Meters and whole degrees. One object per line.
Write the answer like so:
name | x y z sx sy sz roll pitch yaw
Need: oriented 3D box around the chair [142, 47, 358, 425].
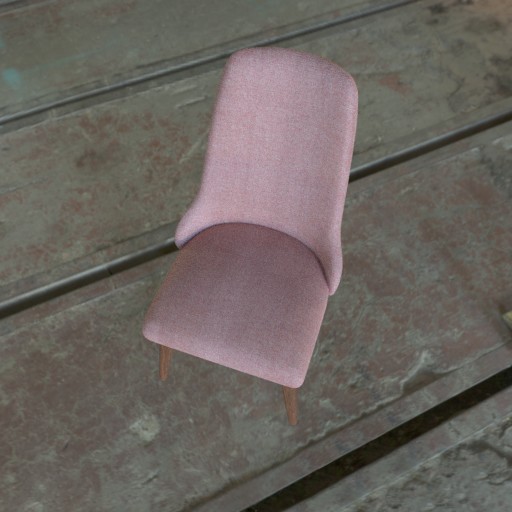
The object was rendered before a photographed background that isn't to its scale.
chair | 0.000 0.000 1.341 0.535 0.918 0.707 17 62 9
